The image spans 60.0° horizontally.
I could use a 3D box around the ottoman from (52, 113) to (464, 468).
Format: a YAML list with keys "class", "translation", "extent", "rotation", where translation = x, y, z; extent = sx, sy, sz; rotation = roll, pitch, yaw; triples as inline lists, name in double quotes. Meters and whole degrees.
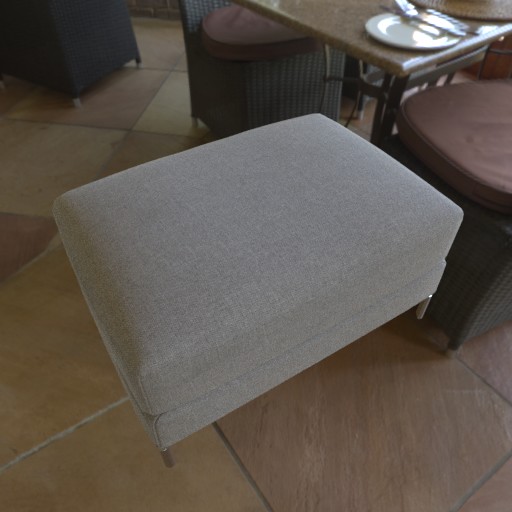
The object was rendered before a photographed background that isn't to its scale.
- class: "ottoman"
  translation: [0.000, 0.000, 1.147]
  extent: [0.838, 0.457, 0.584]
  rotation: [-24, 50, -22]
